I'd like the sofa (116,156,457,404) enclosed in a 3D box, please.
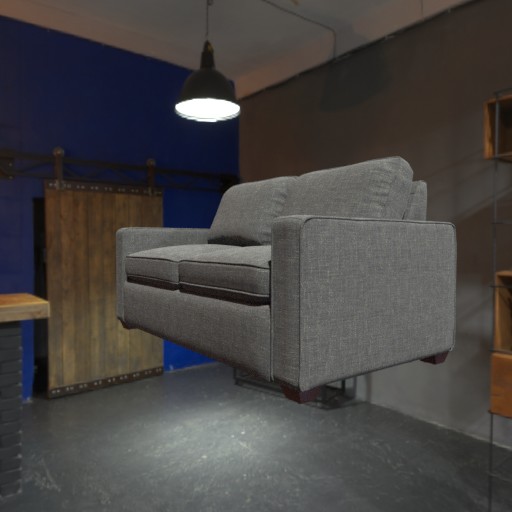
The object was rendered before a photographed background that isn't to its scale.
[{"bbox_3d":[0.000,0.000,2.327,0.947,0.918,1.709,-1,2,-37],"label":"sofa"}]
